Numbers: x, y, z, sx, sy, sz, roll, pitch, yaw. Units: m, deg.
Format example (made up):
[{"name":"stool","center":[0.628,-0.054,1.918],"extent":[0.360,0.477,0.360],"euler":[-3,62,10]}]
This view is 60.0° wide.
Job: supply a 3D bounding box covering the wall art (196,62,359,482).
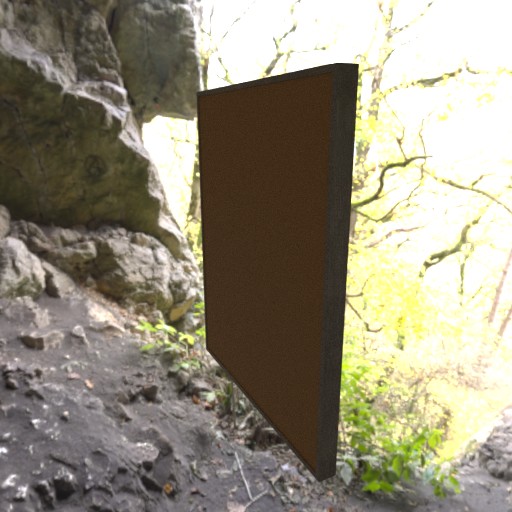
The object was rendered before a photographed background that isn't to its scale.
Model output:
[{"name":"wall art","center":[0.000,0.000,0.709],"extent":[0.032,0.521,0.421],"euler":[-8,18,-26]}]
